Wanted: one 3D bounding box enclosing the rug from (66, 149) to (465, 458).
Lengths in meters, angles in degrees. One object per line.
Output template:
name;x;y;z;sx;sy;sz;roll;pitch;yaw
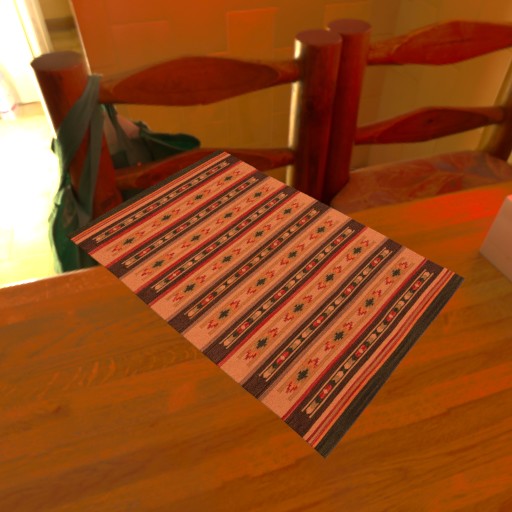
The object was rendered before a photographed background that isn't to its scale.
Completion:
rug;0.000;0.000;2.406;1.825;0.009;1.221;33;54;28
